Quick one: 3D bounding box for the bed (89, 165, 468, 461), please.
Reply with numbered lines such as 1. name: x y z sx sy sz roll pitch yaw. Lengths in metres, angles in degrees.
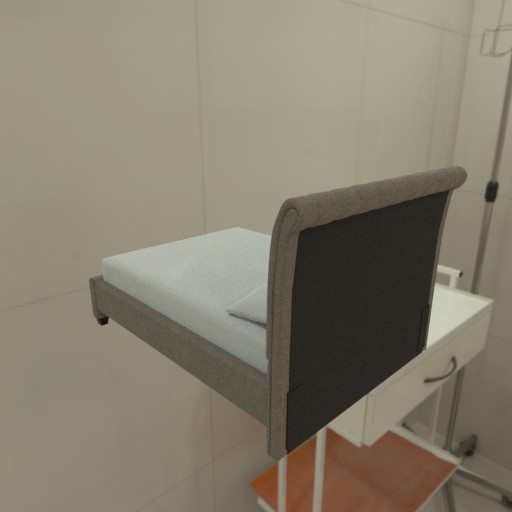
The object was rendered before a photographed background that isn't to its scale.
1. bed: 0.000 0.000 3.290 1.645 1.371 2.252 -17 25 -41
